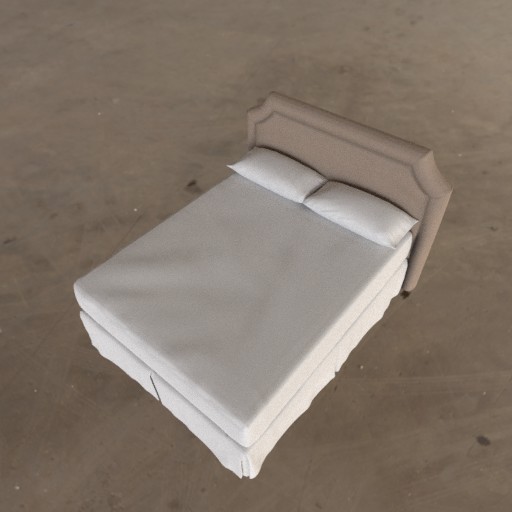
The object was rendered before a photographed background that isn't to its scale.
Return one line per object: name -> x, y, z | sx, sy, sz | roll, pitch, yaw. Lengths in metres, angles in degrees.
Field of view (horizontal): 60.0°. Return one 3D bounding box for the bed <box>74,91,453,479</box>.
bed -> 0.000, 0.000, 3.212 | 1.828, 1.303, 2.164 | 31, 53, 26
